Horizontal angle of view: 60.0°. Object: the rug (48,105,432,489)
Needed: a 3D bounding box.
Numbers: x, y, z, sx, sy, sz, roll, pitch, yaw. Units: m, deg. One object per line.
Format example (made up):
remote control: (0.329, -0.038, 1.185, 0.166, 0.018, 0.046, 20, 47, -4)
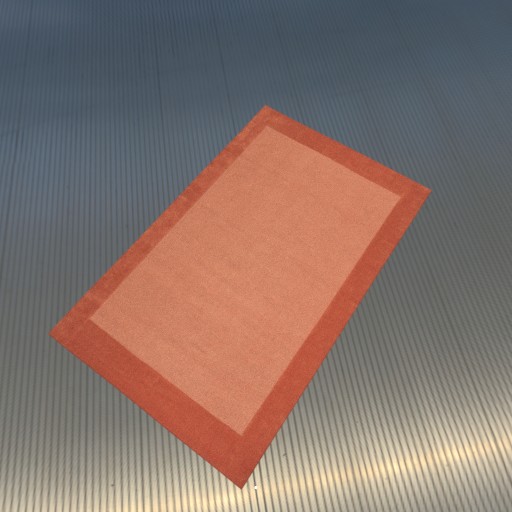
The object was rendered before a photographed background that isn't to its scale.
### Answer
rug: (0.000, 0.000, 3.076, 1.524, 0.014, 2.438, 32, 67, 15)
